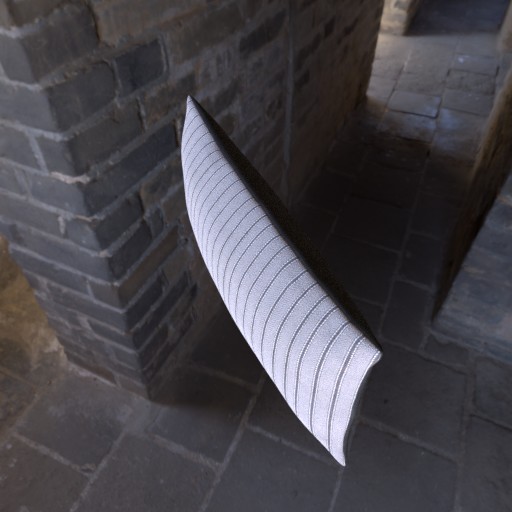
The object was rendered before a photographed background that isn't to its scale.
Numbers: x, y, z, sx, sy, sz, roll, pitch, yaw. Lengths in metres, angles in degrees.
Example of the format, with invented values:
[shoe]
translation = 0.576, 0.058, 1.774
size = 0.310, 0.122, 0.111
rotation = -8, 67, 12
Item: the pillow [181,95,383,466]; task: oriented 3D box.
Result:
[pillow]
translation = 0.000, 0.000, 0.722
size = 0.151, 0.305, 0.609
rotation = -17, 48, -16
